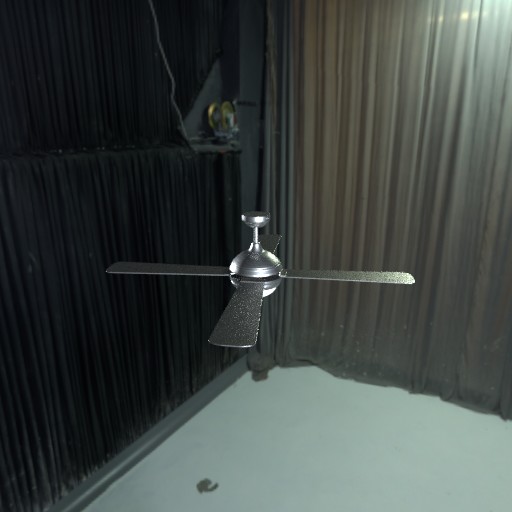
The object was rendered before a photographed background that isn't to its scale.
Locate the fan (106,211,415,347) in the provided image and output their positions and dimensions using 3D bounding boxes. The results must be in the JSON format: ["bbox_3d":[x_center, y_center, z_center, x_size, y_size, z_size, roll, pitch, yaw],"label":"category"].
[{"bbox_3d":[0.000,0.000,1.990,1.321,0.381,1.321,9,19,26],"label":"fan"}]
